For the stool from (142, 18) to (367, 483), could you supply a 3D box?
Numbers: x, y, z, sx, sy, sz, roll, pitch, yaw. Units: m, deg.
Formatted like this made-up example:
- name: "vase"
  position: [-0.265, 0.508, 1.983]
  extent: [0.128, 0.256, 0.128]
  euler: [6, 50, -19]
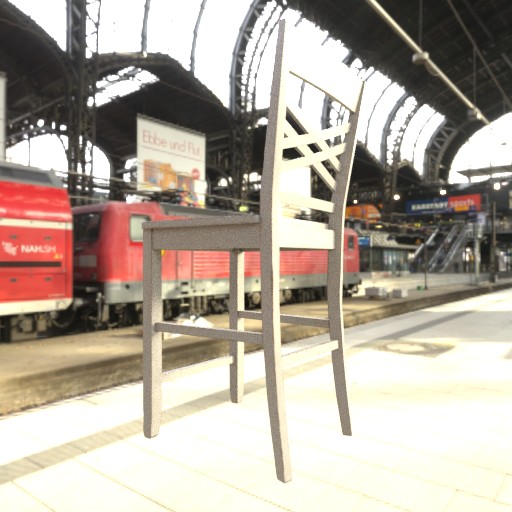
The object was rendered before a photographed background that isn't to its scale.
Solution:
- name: "stool"
  position: [0.000, 0.000, 1.333]
  extent: [0.539, 1.079, 0.462]
  euler: [0, -1, 37]
